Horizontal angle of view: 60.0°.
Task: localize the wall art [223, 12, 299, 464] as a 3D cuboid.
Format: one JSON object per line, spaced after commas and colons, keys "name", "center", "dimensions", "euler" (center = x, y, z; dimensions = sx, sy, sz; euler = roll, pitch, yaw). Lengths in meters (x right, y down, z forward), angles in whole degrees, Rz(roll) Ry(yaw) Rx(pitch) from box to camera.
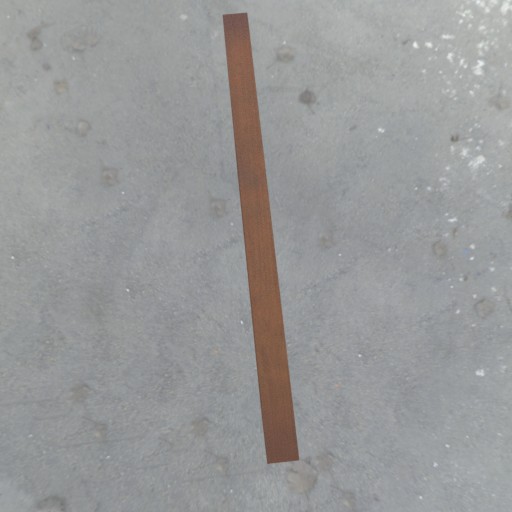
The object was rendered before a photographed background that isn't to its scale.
{"name": "wall art", "center": [0.000, 0.000, 0.748], "dimensions": [0.033, 0.457, 0.558], "euler": [-6, 76, -1]}
